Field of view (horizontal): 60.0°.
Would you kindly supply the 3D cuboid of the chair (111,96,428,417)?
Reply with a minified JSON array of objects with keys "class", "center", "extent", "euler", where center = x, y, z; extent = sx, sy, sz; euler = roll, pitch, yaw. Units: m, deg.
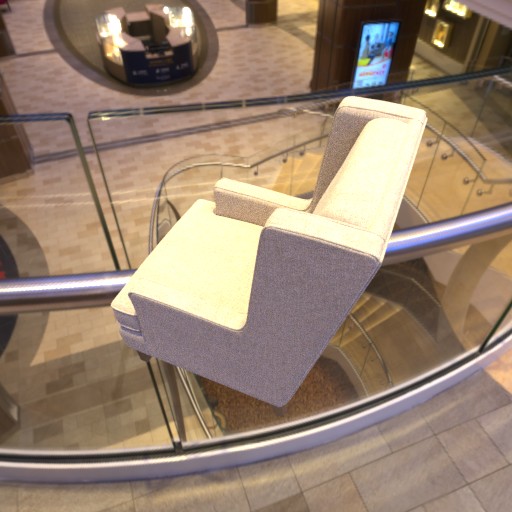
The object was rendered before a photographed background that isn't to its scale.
[{"class":"chair","center":[0.000,0.000,1.756],"extent":[0.948,1.082,0.764],"euler":[17,48,16]}]
